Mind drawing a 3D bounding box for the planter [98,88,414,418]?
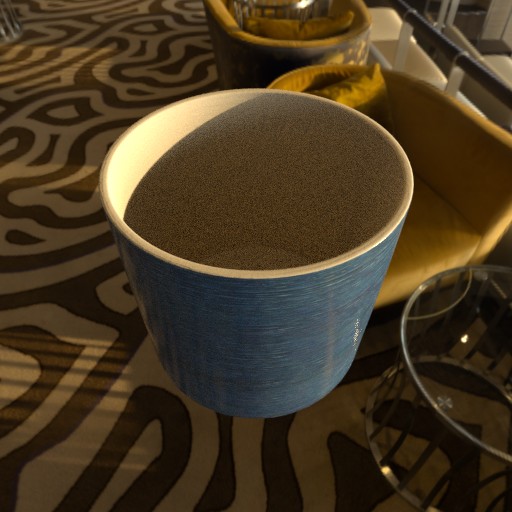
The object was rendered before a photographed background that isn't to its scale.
[{"bbox_3d":[0.000,0.000,0.393,0.221,0.201,0.221,0,47,0],"label":"planter"}]
